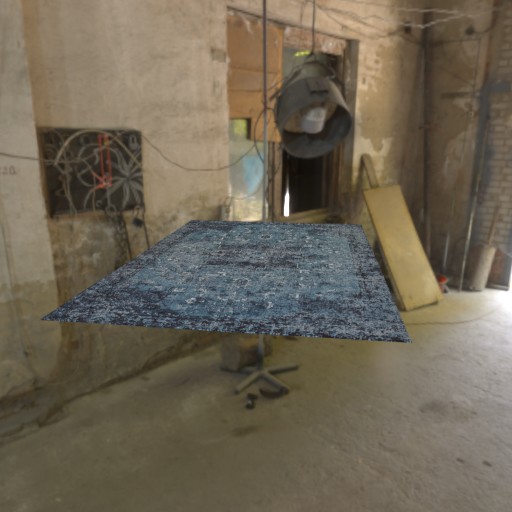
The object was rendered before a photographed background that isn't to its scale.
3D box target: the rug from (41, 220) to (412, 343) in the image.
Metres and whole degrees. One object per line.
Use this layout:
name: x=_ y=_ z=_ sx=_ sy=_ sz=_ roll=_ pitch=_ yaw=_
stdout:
rug: x=0.000 y=0.000 z=2.292 sx=1.219 sy=0.005 sz=1.828 roll=2 pitch=15 yaw=8
